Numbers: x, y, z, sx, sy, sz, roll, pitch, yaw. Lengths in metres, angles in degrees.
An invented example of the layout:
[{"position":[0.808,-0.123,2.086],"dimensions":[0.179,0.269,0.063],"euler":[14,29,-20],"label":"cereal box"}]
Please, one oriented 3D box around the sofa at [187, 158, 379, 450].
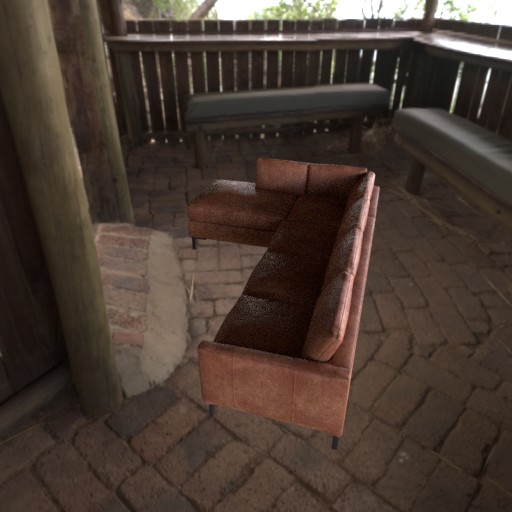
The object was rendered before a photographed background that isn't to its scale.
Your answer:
[{"position":[0.000,0.000,3.944],"dimensions":[1.938,0.877,2.984],"euler":[9,31,14],"label":"sofa"}]
